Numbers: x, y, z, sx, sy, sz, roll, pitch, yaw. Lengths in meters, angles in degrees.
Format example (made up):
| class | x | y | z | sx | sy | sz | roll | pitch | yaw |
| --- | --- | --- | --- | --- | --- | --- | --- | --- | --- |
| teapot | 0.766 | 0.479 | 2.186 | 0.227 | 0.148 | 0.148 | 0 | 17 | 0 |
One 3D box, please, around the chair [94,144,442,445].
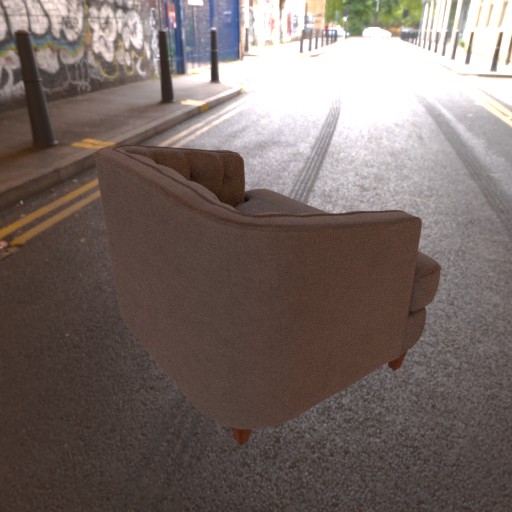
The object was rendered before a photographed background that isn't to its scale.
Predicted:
| class | x | y | z | sx | sy | sz | roll | pitch | yaw |
| --- | --- | --- | --- | --- | --- | --- | --- | --- | --- |
| chair | 0.000 | 0.000 | 1.751 | 0.941 | 0.852 | 1.104 | -19 | 33 | -32 |
